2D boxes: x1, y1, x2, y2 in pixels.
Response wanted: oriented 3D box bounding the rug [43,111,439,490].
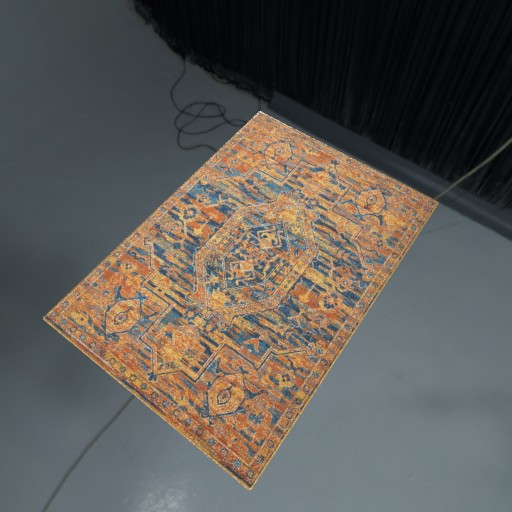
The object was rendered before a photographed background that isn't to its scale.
[{"bbox_3d":[0.000,0.000,3.790,2.043,0.019,2.916,32,65,17],"label":"rug"}]
